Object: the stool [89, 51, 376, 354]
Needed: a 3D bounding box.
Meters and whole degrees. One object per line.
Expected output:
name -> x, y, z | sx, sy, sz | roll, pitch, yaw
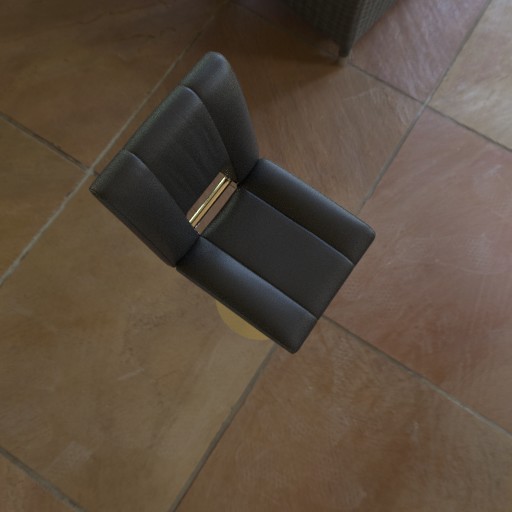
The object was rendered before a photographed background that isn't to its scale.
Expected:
stool -> 0.000, 0.000, 1.386 | 0.520, 1.151, 0.415 | 35, 78, 8
